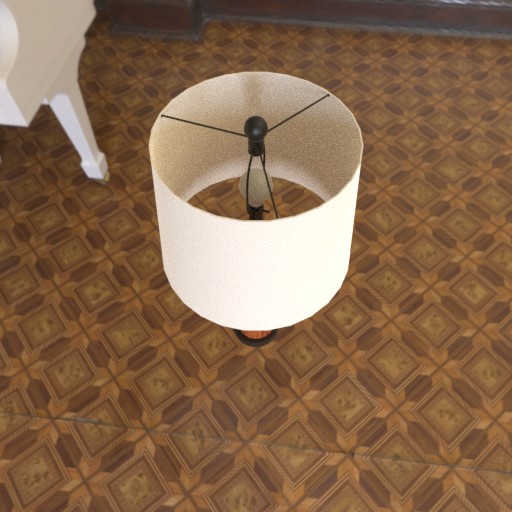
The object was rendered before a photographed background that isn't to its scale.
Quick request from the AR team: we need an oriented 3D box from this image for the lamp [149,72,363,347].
[{"bbox_3d":[0.000,0.000,0.861,0.349,0.667,0.349,0,57,0],"label":"lamp"}]
